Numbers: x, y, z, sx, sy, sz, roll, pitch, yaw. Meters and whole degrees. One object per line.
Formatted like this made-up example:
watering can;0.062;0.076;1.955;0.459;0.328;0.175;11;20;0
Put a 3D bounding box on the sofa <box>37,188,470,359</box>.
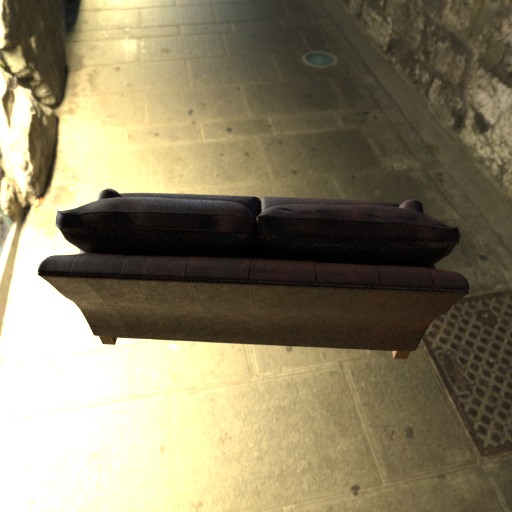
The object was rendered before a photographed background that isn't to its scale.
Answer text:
sofa;0.000;0.000;2.764;2.144;1.071;1.147;2;48;2
